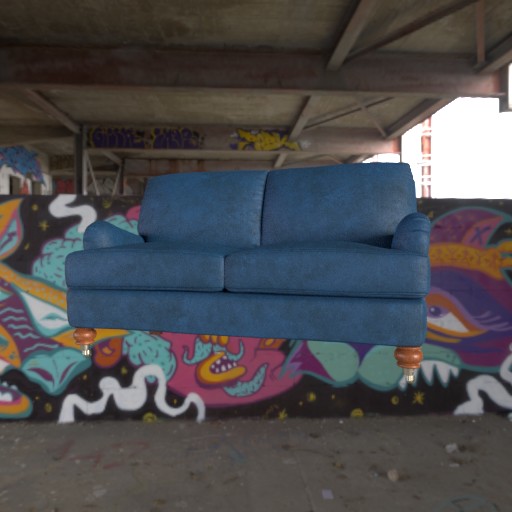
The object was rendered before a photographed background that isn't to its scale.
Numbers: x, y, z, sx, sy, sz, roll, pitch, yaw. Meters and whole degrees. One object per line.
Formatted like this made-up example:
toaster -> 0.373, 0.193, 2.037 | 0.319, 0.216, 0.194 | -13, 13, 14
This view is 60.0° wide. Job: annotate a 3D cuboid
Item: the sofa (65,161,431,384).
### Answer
sofa -> 0.000, 0.000, 2.552 | 1.853, 1.101, 1.084 | 0, 0, 17
